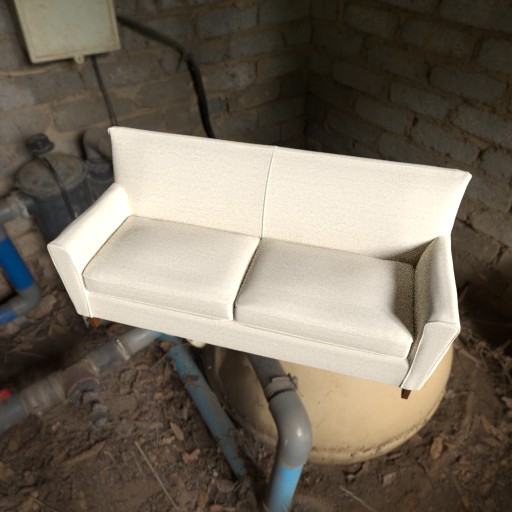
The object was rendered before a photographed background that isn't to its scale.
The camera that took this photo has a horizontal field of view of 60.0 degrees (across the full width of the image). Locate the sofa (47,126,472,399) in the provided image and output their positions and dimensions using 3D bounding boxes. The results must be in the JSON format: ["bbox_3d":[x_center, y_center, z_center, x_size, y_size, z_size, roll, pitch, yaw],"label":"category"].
[{"bbox_3d":[0.000,0.000,2.402,2.001,0.907,0.841,10,42,12],"label":"sofa"}]
